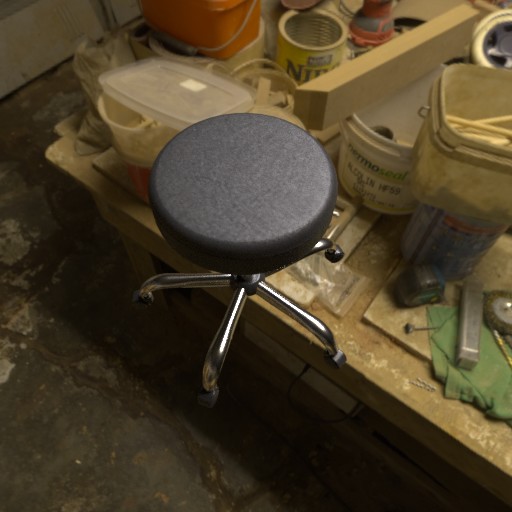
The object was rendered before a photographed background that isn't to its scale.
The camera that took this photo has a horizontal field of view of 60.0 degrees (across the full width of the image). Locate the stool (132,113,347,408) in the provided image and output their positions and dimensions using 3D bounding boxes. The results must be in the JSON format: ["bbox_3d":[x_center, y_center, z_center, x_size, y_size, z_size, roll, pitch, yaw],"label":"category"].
[{"bbox_3d":[0.000,0.000,1.152,0.638,0.576,0.673,34,63,20],"label":"stool"}]
